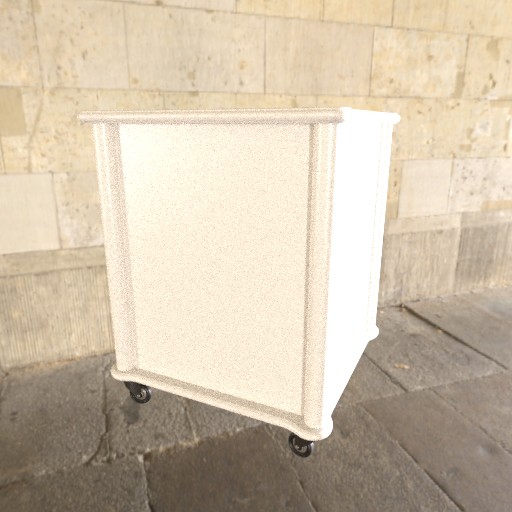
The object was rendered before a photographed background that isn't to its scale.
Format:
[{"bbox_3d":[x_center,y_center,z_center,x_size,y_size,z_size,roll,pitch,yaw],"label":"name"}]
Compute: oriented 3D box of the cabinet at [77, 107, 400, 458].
[{"bbox_3d":[0.000,0.000,1.231,0.627,0.761,0.628,8,18,25],"label":"cabinet"}]
